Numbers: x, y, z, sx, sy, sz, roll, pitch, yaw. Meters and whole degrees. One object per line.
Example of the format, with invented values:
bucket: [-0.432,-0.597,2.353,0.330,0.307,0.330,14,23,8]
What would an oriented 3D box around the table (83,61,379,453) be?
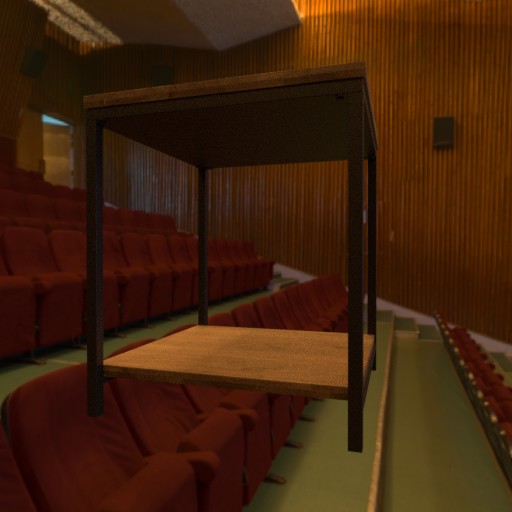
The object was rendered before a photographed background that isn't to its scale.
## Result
table: [0.000,0.000,0.981,0.503,0.589,0.507,0,1,18]
